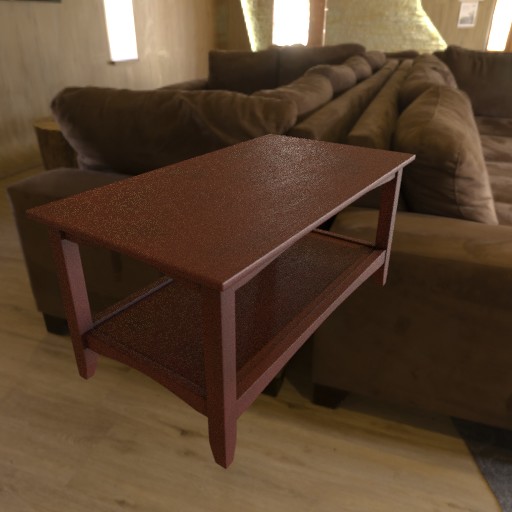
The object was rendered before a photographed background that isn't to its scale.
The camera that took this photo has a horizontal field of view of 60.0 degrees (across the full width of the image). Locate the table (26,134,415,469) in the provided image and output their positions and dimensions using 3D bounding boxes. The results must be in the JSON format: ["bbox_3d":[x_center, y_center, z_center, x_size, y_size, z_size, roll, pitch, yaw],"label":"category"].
[{"bbox_3d":[0.000,0.000,1.247,0.533,0.456,0.943,18,32,31],"label":"table"}]
